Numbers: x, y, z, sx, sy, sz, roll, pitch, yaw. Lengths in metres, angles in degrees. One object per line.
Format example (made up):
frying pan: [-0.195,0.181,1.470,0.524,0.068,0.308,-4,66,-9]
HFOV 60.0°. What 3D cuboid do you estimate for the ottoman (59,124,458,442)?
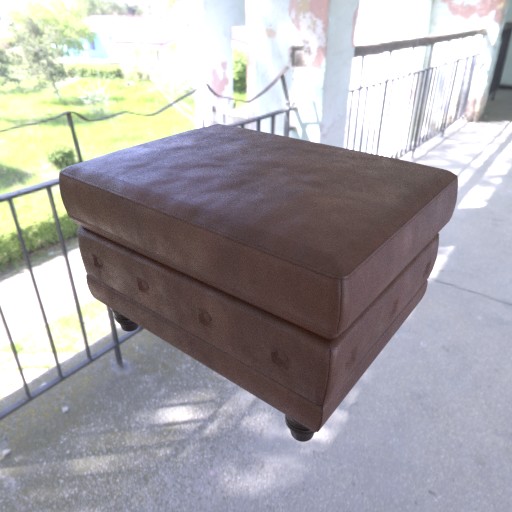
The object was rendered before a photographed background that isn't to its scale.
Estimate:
ottoman: [0.000,0.000,1.170,0.795,0.509,0.588,21,36,32]
